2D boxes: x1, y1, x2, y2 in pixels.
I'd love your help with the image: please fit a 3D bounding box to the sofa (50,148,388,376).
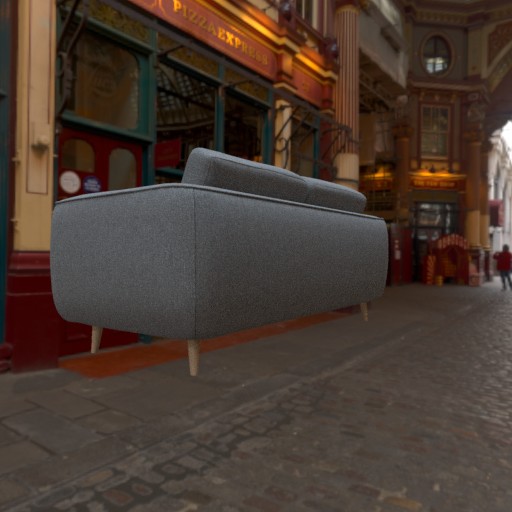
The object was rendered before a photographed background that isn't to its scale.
[{"bbox_3d":[0.000,0.000,2.478,0.920,0.870,2.000,0,0,36],"label":"sofa"}]
